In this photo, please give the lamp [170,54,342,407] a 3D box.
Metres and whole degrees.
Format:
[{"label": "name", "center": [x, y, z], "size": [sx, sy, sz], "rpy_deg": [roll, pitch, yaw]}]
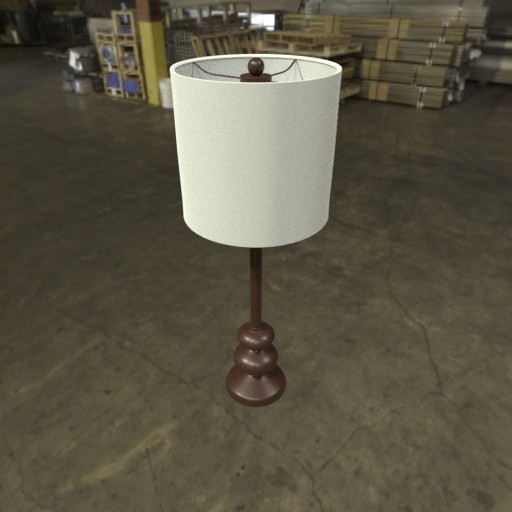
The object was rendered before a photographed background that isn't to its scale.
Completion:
[{"label": "lamp", "center": [0.000, 0.000, 0.836], "size": [0.254, 0.690, 0.254], "rpy_deg": [19, 37, 28]}]
